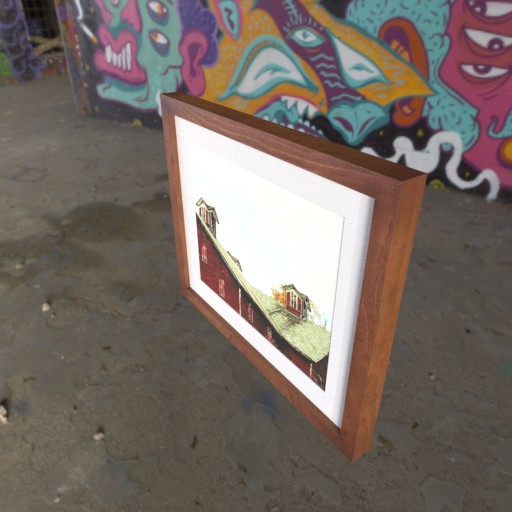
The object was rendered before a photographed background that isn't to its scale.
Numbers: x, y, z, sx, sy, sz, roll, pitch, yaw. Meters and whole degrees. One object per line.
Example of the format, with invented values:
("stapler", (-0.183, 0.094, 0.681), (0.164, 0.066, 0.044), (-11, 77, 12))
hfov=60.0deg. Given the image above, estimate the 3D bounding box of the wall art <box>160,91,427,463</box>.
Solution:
("wall art", (0.000, 0.000, 0.552), (0.030, 0.328, 0.401), (-20, 36, -30))
